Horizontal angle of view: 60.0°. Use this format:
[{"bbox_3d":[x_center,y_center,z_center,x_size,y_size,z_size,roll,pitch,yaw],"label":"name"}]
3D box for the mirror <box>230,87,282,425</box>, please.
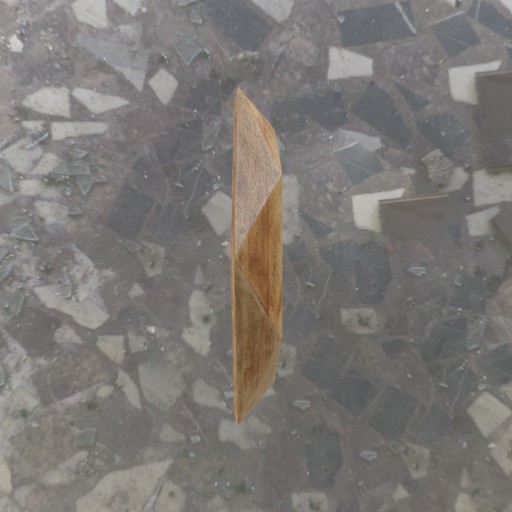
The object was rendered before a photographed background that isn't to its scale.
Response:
[{"bbox_3d":[0.000,0.000,1.077,0.091,0.779,0.675,0,90,-1],"label":"mirror"}]
